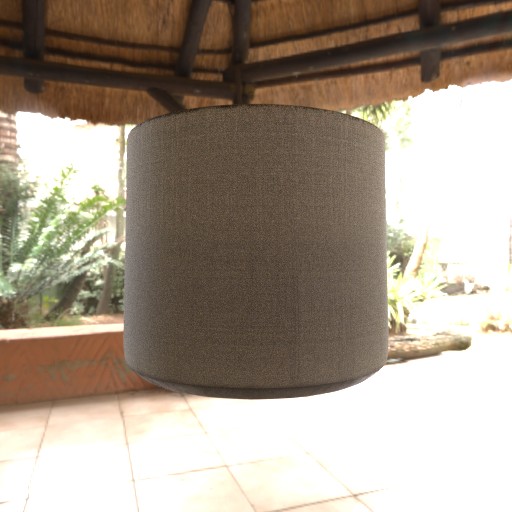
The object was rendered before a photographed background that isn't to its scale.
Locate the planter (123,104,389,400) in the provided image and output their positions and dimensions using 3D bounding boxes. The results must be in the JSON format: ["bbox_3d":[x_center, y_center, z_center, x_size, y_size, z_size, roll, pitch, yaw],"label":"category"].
[{"bbox_3d":[0.000,0.000,0.443,0.254,0.221,0.254,0,0,0],"label":"planter"}]
